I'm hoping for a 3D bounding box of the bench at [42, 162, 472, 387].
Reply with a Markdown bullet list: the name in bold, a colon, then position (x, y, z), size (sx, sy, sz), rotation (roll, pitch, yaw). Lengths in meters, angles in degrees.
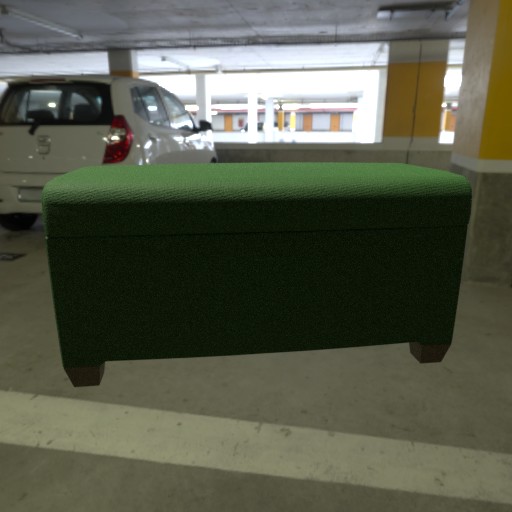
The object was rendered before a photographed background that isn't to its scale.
- **bench**: position (0.000, 0.000, 1.244), size (0.989, 0.501, 0.505), rotation (-2, 16, -7)
